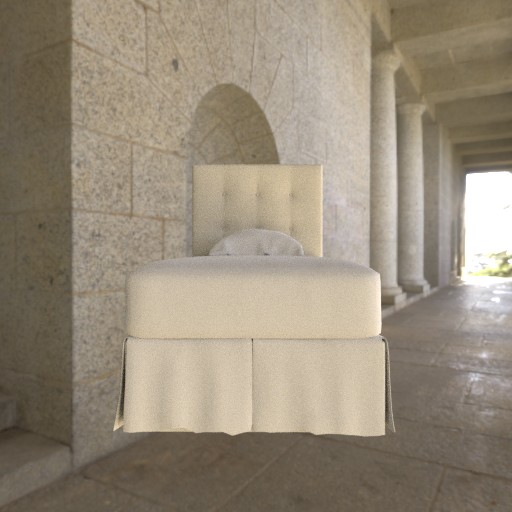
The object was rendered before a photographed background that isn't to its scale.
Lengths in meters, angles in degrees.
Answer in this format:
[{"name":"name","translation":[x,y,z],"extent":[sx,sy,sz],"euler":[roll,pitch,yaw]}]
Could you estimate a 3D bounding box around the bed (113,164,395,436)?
[{"name":"bed","translation":[0.000,0.000,2.924],"extent":[1.261,1.571,1.997],"euler":[0,1,1]}]
